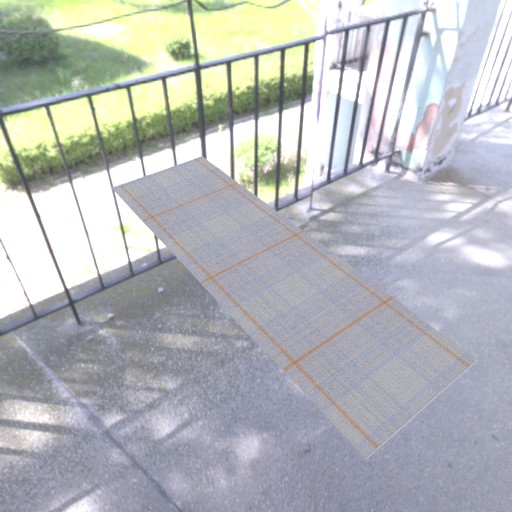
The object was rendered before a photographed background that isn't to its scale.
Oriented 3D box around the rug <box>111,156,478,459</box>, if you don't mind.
[{"bbox_3d":[0.000,0.000,2.639,0.770,0.016,2.442,-27,48,-27],"label":"rug"}]
